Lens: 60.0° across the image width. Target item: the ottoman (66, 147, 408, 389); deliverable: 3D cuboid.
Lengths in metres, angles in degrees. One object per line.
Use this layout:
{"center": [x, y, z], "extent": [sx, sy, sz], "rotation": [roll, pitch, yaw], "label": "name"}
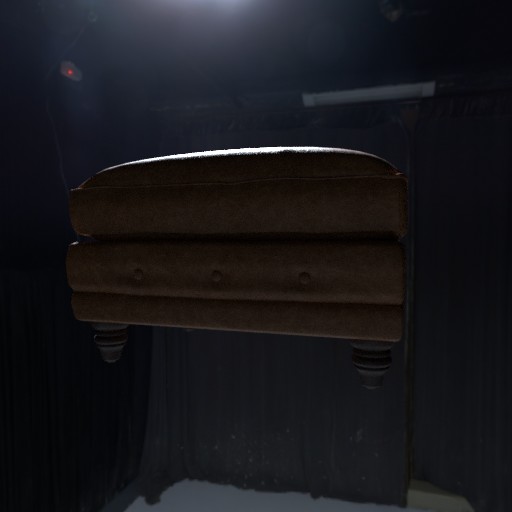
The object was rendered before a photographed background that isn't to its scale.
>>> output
{"center": [0.000, 0.000, 1.097], "extent": [0.710, 0.480, 0.533], "rotation": [0, 1, 19], "label": "ottoman"}
